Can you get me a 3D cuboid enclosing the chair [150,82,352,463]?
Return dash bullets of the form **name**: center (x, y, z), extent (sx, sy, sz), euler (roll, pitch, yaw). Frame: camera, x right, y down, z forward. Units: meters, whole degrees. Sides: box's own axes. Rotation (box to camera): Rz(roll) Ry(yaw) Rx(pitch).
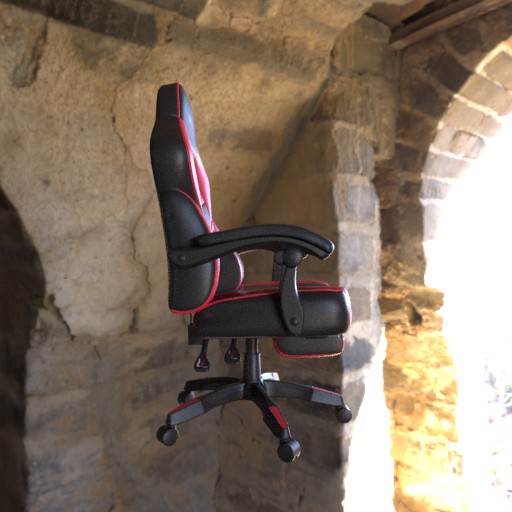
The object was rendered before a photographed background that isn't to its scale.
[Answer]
- **chair**: center (0.000, 0.000, 1.643), extent (0.700, 1.220, 0.700), euler (0, 0, 0)
